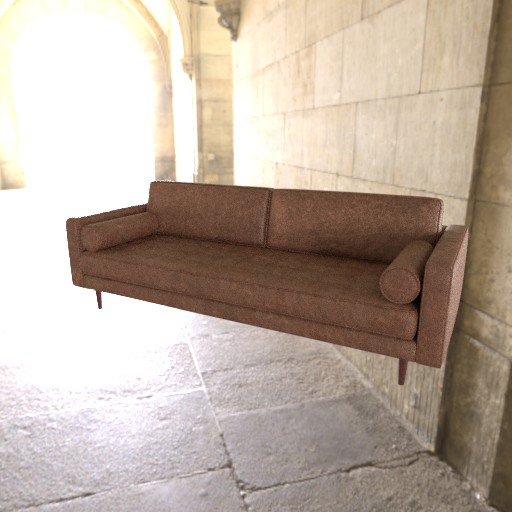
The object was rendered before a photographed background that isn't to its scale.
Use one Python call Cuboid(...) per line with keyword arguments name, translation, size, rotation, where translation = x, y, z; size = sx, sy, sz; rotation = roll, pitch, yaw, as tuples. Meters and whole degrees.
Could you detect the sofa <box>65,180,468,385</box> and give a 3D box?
Cuboid(name="sofa", translation=(0.000, 0.000, 2.613), size=(2.210, 0.762, 0.914), rotation=(8, 17, 27))
